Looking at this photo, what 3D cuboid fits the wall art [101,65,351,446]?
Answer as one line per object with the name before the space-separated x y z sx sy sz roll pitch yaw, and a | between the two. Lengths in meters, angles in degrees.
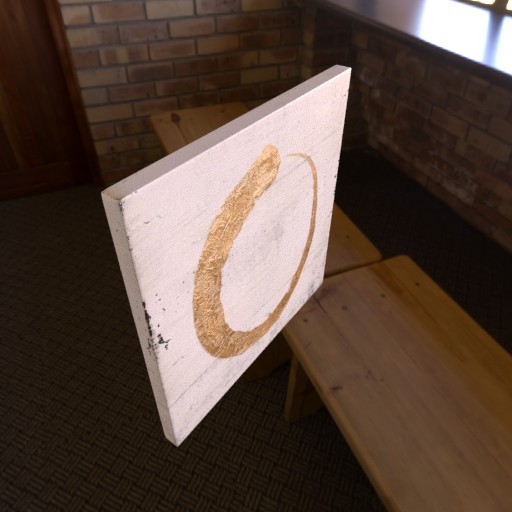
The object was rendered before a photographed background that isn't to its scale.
wall art | 0.000 0.000 0.922 0.040 0.611 0.610 25 46 27
